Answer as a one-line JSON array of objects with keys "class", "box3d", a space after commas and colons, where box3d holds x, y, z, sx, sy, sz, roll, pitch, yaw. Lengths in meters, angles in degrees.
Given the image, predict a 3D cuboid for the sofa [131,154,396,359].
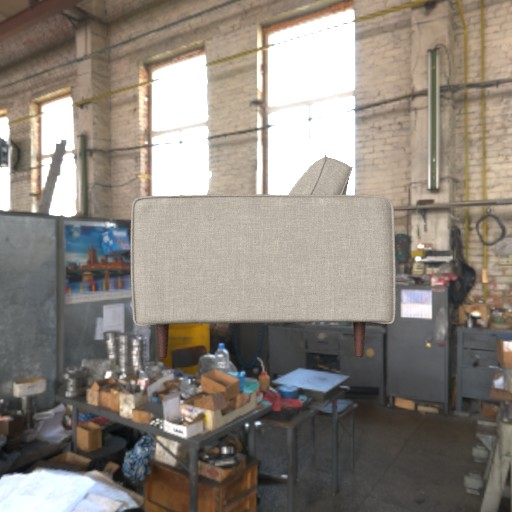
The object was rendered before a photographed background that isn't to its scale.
[{"class": "sofa", "box3d": [0.000, 0.000, 2.581, 0.914, 0.762, 2.211, 0, 0, -1]}]
